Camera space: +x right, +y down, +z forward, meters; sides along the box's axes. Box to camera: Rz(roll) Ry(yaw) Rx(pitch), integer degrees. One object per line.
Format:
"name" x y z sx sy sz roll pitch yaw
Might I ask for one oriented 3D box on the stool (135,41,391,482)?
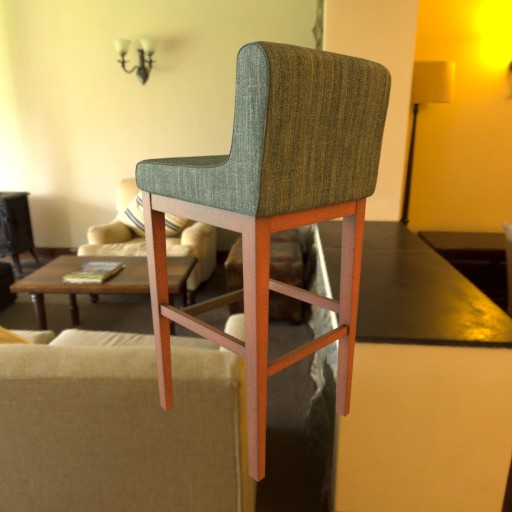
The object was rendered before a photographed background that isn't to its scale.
"stool" 0.000 0.000 1.189 0.426 0.965 0.499 -15 22 -42
